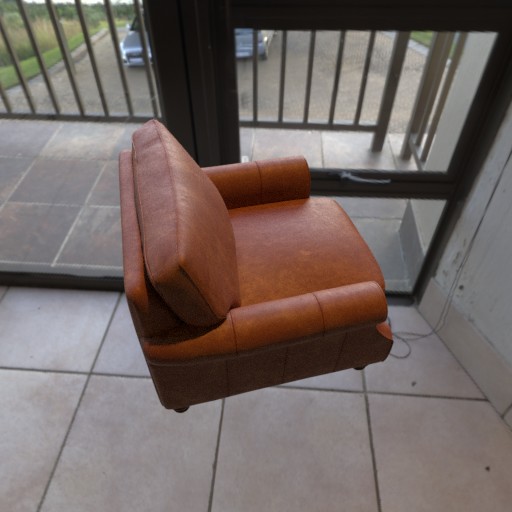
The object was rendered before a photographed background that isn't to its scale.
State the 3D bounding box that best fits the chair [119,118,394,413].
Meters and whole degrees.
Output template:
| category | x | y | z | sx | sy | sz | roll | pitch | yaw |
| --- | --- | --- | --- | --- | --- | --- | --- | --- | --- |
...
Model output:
| category | x | y | z | sx | sy | sz | roll | pitch | yaw |
| --- | --- | --- | --- | --- | --- | --- | --- | --- | --- |
| chair | 0.000 | 0.000 | 1.844 | 0.986 | 0.962 | 0.983 | -10 | 47 | -10 |
